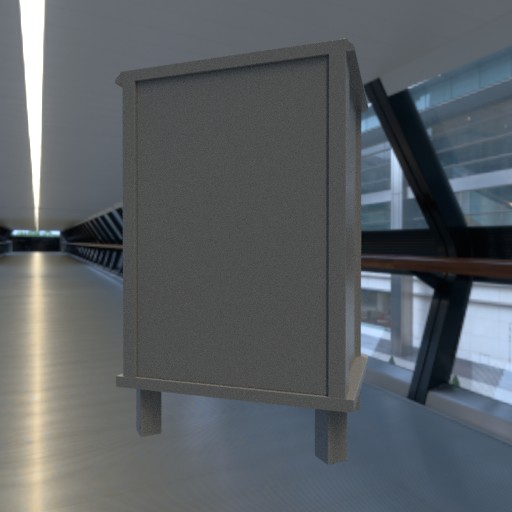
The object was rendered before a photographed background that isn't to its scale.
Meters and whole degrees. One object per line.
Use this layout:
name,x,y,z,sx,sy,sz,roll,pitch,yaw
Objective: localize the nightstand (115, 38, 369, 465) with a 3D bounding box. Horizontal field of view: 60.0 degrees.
nightstand,0.000,0.000,0.920,0.435,0.680,0.348,0,1,18
